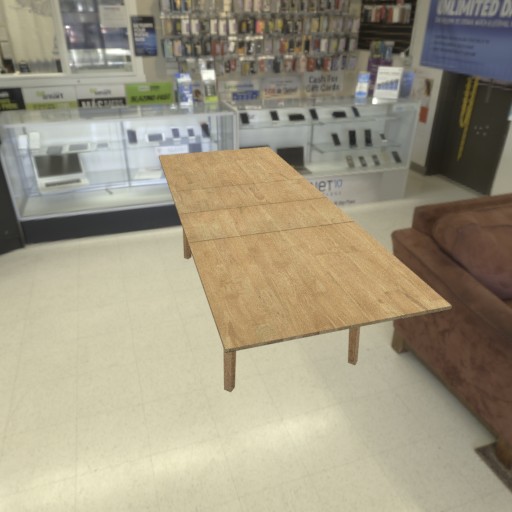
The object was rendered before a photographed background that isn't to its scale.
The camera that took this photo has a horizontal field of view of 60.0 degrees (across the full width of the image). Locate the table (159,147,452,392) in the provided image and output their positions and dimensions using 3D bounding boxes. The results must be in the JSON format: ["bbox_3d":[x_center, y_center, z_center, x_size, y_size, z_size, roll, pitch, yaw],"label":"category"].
[{"bbox_3d":[0.000,0.000,3.060,1.000,0.752,2.603,-8,30,-14],"label":"table"}]
